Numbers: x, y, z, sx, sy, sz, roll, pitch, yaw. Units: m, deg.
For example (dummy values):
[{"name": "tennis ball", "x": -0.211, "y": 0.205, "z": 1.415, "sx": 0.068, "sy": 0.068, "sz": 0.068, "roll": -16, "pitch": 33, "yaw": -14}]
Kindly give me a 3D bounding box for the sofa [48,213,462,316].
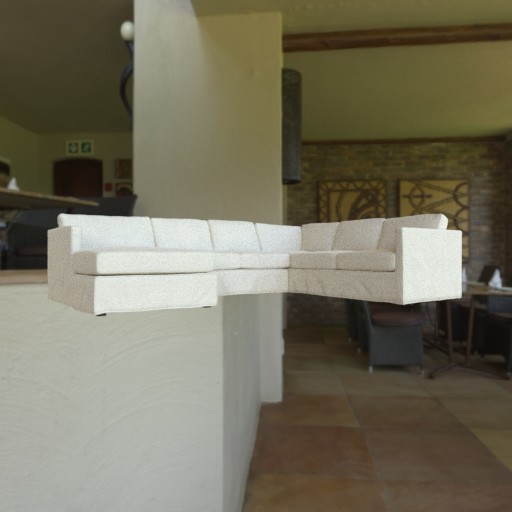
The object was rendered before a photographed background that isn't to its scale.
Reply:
[{"name": "sofa", "x": 0.000, "y": 0.000, "z": 4.463, "sx": 3.464, "sy": 0.882, "sz": 2.448, "roll": 0, "pitch": 0, "yaw": -37}]
